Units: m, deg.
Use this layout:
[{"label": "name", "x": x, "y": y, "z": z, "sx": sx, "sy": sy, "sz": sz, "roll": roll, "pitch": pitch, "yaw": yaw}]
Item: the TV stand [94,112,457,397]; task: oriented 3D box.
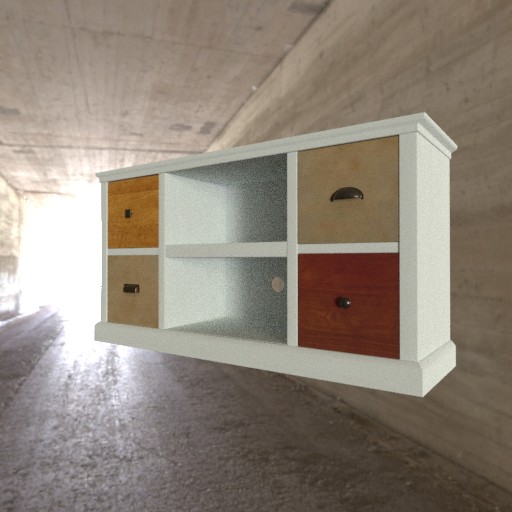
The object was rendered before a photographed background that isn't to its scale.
[{"label": "TV stand", "x": 0.000, "y": 0.000, "z": 1.473, "sx": 1.187, "sy": 0.624, "sz": 0.424, "roll": 0, "pitch": -1, "yaw": 35}]
